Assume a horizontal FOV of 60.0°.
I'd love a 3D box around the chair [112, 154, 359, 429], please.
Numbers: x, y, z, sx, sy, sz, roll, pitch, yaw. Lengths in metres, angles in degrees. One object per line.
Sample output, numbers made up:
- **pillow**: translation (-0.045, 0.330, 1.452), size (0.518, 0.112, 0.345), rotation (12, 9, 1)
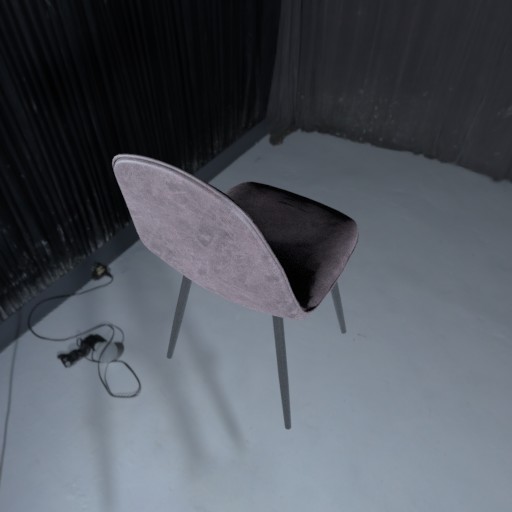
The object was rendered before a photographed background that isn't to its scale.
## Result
- **chair**: translation (0.000, 0.000, 1.196), size (0.472, 0.889, 0.561), rotation (24, 50, 22)
